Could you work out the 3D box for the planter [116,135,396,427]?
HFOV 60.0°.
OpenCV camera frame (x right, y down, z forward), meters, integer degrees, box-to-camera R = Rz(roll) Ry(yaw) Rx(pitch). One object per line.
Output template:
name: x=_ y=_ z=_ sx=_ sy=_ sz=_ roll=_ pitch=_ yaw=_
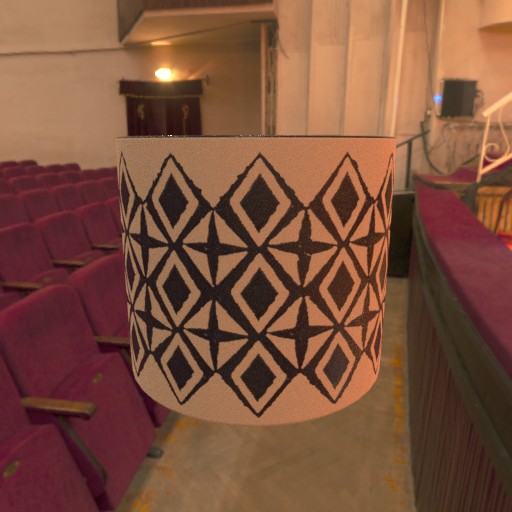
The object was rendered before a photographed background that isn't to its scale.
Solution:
planter: x=0.000 y=0.000 z=0.279 sx=0.159 sy=0.144 sz=0.159 roll=0 pitch=14 yaw=0
